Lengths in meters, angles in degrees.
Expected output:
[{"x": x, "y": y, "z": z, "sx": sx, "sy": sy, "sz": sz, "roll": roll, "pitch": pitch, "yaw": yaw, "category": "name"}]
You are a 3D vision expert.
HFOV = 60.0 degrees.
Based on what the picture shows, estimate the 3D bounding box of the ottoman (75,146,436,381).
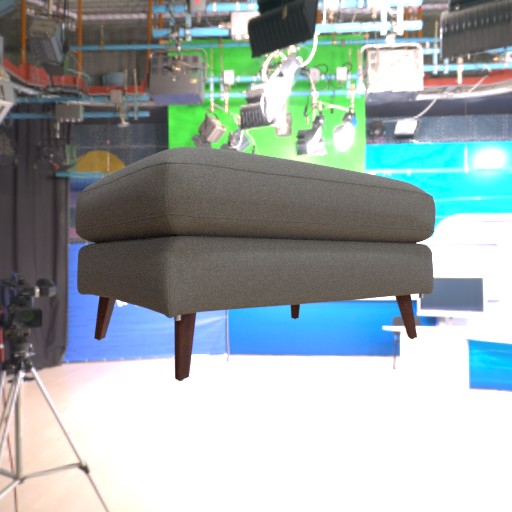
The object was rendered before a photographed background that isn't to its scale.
[{"x": 0.000, "y": 0.000, "z": 1.186, "sx": 0.811, "sy": 0.449, "sz": 0.608, "roll": 0, "pitch": 0, "yaw": -36, "category": "ottoman"}]
